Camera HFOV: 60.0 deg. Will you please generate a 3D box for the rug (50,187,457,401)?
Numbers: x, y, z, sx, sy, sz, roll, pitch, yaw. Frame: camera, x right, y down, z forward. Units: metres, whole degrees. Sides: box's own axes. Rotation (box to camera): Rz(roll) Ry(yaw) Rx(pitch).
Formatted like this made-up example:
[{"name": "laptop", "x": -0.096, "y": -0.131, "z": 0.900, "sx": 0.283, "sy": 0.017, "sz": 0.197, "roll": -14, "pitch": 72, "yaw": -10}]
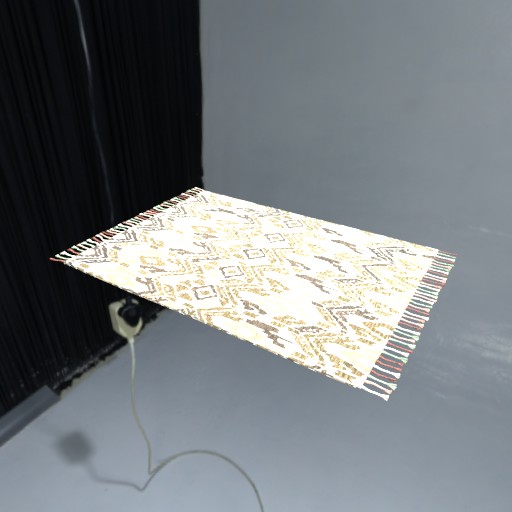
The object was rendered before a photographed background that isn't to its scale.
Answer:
[{"name": "rug", "x": 0.000, "y": 0.000, "z": 2.366, "sx": 1.829, "sy": 0.008, "sz": 1.219, "roll": 18, "pitch": 34, "yaw": 28}]
